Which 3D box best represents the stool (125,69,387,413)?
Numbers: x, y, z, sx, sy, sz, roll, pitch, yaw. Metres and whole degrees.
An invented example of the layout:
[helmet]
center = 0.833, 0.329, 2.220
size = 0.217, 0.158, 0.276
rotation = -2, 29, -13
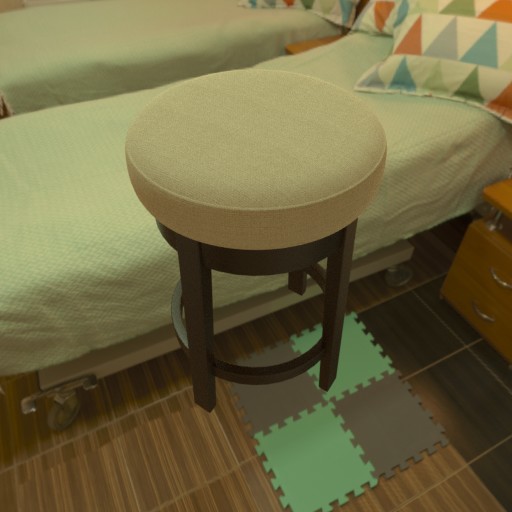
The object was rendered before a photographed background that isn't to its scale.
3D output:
[stool]
center = 0.000, 0.000, 0.940
size = 0.449, 0.655, 0.449
rotation = 0, 46, 0
